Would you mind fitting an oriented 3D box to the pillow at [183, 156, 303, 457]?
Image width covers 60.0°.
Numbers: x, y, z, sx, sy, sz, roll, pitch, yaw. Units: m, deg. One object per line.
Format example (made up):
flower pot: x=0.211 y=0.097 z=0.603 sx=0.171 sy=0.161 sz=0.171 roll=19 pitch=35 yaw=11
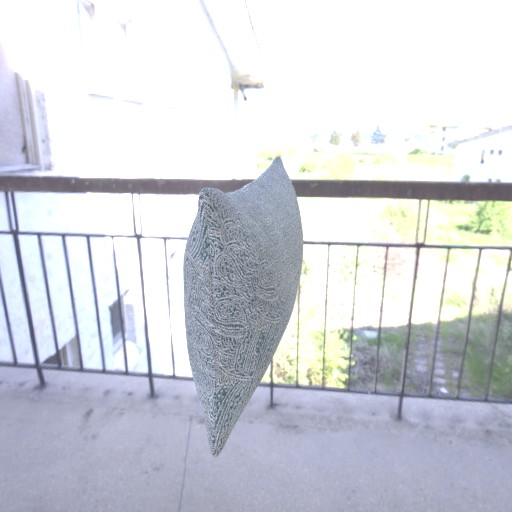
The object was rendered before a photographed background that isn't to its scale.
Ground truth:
pillow: x=0.000 y=0.000 z=0.733 sx=0.151 sy=0.295 sz=0.615 roll=2 pitch=16 yaw=9
